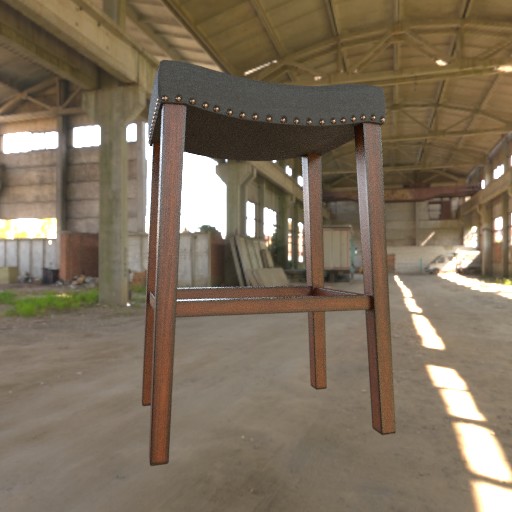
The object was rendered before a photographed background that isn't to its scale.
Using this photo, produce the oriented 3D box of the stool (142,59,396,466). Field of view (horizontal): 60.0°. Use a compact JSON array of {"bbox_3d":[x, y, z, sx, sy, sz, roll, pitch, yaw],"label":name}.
[{"bbox_3d":[0.000,0.000,1.032,0.502,0.748,0.366,0,0,-17],"label":"stool"}]
